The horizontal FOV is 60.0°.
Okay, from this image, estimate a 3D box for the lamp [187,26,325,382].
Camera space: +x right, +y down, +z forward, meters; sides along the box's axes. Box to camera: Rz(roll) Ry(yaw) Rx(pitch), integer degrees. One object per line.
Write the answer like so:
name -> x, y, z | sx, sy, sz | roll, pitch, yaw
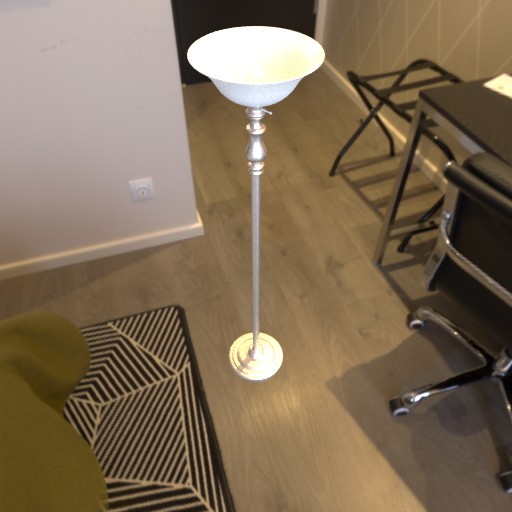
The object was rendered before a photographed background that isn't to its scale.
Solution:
lamp -> 0.000, 0.000, 1.961 | 0.405, 1.771, 0.405 | 33, 55, 27
